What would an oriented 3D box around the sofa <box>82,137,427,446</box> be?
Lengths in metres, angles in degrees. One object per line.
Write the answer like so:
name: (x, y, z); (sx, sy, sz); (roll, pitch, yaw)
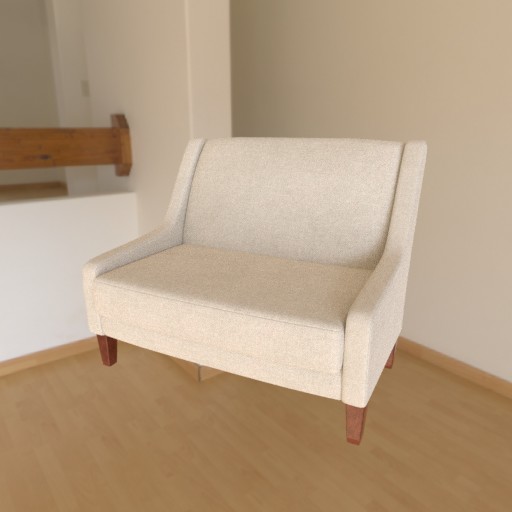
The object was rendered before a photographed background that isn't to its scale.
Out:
sofa: (0.000, 0.000, 1.923); (1.212, 0.976, 0.946); (8, 18, 26)
